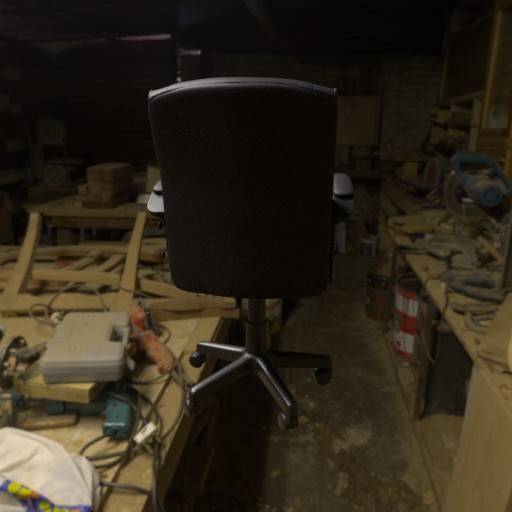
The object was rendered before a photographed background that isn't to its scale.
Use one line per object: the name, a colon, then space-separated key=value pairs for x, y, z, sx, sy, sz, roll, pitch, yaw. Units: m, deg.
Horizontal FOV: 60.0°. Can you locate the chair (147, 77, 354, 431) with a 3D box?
chair: x=0.000 y=0.000 z=1.395 sx=0.576 sy=0.998 sz=0.641 roll=2 pitch=17 yaw=7
